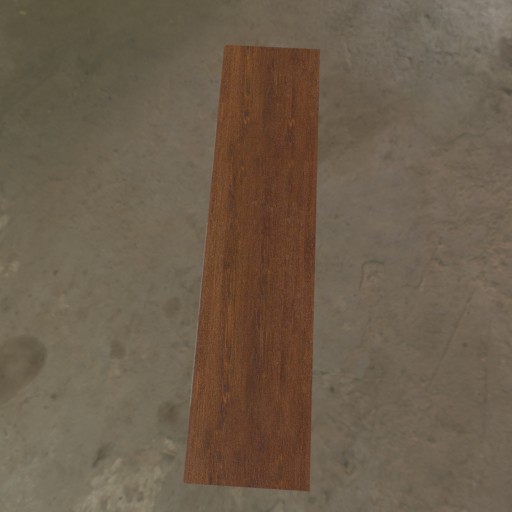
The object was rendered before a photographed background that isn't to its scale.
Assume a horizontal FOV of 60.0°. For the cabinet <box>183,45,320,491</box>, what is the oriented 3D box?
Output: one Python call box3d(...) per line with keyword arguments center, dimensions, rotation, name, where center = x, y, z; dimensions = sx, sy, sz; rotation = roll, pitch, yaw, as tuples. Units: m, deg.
box3d(center=(0.000, 0.000, 1.805), dimensions=(0.419, 0.510, 1.600), rotation=(3, 74, 1), name="cabinet")
